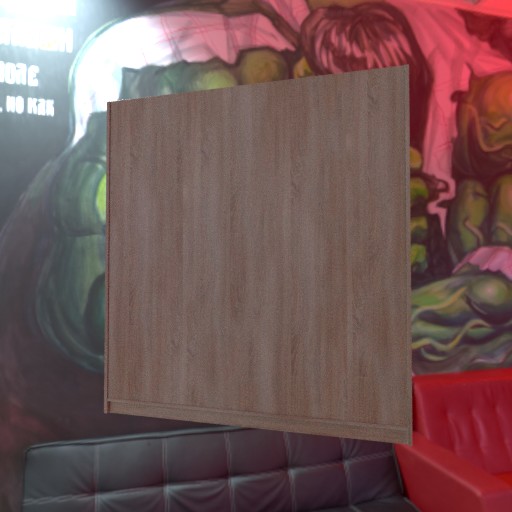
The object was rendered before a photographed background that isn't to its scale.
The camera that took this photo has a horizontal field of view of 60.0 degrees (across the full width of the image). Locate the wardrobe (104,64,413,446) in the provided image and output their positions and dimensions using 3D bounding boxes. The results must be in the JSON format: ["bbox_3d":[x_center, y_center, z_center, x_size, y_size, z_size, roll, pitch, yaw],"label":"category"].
[{"bbox_3d":[0.000,0.000,3.070,1.998,2.159,0.598,0,-2,17],"label":"wardrobe"}]
